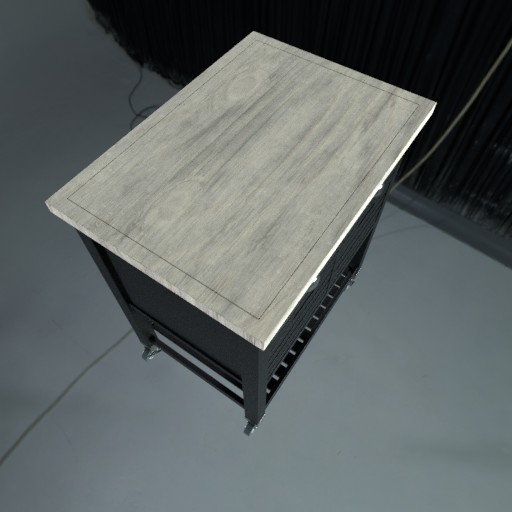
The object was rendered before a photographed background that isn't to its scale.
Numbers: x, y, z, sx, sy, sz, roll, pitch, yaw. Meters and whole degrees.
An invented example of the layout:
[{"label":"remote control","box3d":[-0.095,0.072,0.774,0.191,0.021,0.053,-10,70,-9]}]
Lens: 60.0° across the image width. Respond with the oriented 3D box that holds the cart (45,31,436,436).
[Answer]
[{"label":"cart","box3d":[0.000,0.000,1.422,0.567,0.920,0.797,30,62,18]}]
